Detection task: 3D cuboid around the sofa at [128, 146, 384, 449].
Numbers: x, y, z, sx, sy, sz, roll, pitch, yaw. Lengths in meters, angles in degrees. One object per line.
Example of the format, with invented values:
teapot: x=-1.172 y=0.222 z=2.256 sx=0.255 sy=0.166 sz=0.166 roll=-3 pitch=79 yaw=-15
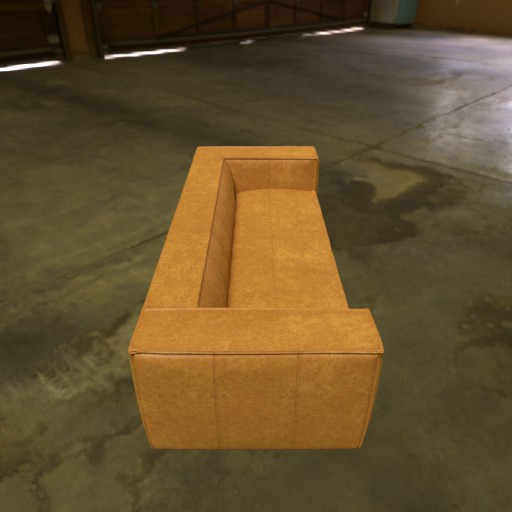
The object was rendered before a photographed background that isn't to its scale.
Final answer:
sofa: x=0.000 y=0.000 z=3.020 sx=1.102 sy=0.701 sz=2.581 roll=0 pitch=32 yaw=0
